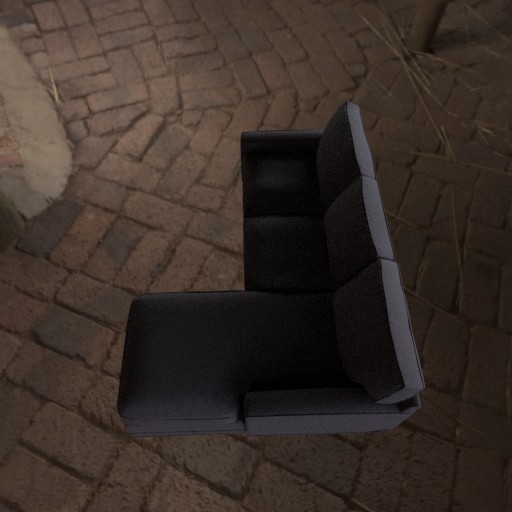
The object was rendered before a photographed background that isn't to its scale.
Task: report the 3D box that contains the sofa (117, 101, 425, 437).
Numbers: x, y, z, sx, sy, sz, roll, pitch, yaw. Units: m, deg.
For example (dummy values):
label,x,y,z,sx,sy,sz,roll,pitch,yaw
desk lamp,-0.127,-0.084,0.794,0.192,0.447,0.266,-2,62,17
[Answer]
label,x,y,z,sx,sy,sz,roll,pitch,yaw
sofa,0.000,0.000,3.289,1.790,0.973,2.370,-1,58,-1
